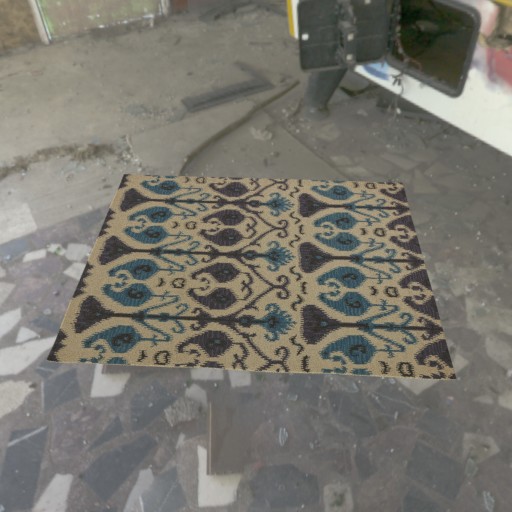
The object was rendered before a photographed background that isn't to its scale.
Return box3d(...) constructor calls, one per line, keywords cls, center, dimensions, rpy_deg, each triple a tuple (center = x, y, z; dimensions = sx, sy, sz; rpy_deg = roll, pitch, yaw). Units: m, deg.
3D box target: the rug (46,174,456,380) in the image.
box3d(cls="rug", center=(0.000, 0.000, 4.288), dimensions=(3.228, 0.024, 2.443), rpy_deg=(2, 47, 2))
